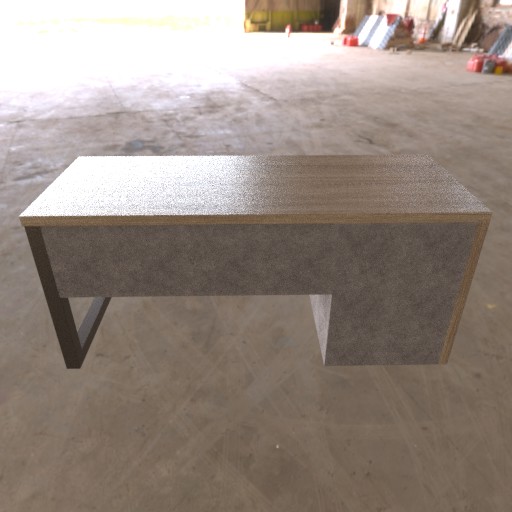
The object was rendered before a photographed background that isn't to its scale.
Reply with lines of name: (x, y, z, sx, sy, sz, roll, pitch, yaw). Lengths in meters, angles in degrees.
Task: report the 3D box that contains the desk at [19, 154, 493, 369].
desk: (0.000, 0.000, 2.080, 1.700, 0.760, 0.690, -1, 31, -1)
